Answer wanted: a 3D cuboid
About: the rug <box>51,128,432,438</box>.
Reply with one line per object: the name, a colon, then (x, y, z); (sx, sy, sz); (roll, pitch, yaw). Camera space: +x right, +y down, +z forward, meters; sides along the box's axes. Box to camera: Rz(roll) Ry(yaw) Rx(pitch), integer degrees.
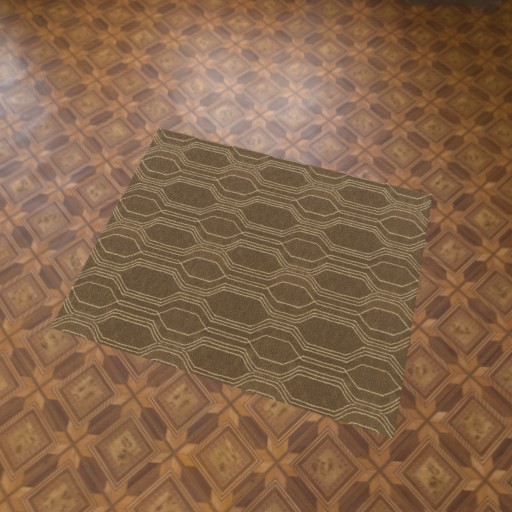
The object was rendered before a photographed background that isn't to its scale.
rug: (0.000, 0.000, 4.267); (3.062, 0.012, 2.457); (16, 64, 8)
